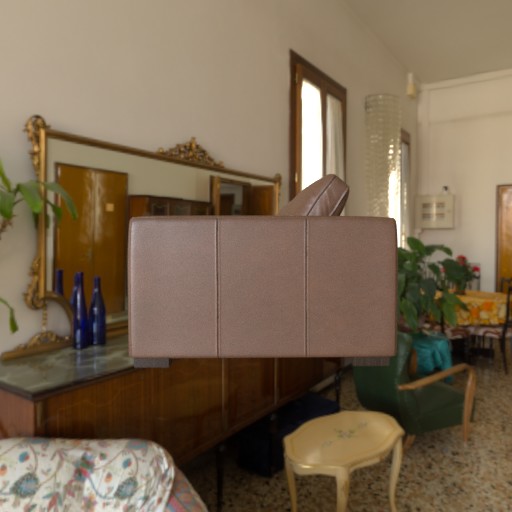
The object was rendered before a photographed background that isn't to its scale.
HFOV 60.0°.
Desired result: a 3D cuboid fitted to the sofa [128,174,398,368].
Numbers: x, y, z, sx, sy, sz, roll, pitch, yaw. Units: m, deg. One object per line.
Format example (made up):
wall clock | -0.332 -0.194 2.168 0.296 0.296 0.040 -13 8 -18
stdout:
sofa | 0.000 0.000 2.815 1.070 0.801 2.262 0 2 -2
